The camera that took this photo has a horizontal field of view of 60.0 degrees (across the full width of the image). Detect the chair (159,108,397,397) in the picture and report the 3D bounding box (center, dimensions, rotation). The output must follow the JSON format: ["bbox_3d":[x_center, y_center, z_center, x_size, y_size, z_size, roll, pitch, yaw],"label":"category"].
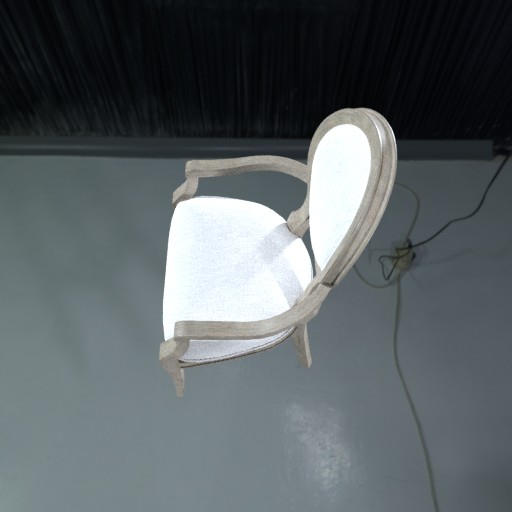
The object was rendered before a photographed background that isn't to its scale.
[{"bbox_3d":[0.000,0.000,1.374,0.602,0.991,0.611,-1,59,-1],"label":"chair"}]
